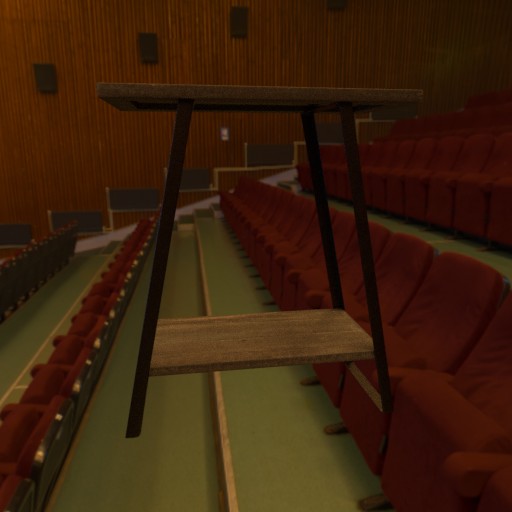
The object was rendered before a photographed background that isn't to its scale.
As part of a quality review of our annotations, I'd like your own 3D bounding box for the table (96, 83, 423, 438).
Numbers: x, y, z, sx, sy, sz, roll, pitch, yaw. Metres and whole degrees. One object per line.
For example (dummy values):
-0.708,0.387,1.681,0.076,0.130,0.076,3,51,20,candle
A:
0.000,0.000,1.025,0.599,0.701,0.300,-2,14,-9,table
